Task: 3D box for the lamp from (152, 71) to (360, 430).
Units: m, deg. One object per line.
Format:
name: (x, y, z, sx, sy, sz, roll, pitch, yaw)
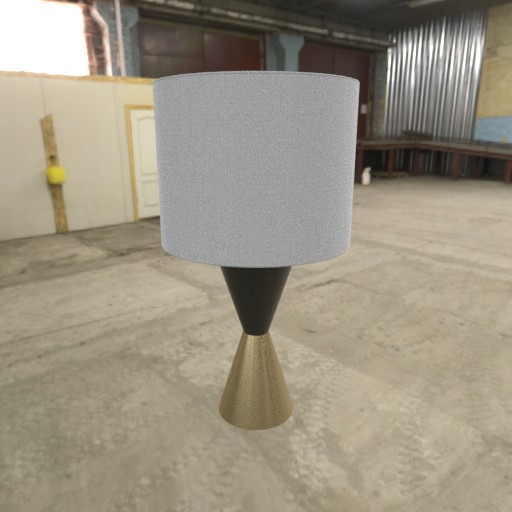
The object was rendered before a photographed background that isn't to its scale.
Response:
lamp: (0.000, 0.000, 0.738, 0.304, 0.573, 0.304, -3, 16, -11)
